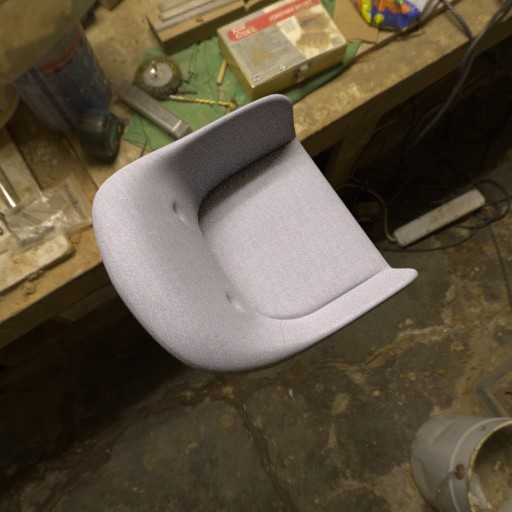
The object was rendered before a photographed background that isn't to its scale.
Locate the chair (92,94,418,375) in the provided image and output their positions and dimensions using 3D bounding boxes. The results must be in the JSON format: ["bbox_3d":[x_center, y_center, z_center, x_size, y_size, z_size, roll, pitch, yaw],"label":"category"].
[{"bbox_3d":[0.000,0.000,1.145,0.570,0.780,0.540,-31,77,-8],"label":"chair"}]
